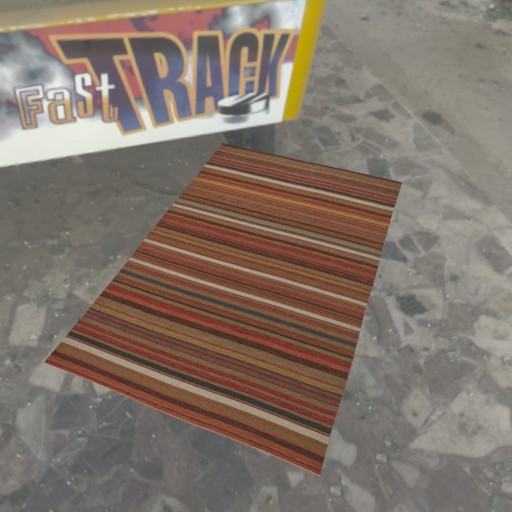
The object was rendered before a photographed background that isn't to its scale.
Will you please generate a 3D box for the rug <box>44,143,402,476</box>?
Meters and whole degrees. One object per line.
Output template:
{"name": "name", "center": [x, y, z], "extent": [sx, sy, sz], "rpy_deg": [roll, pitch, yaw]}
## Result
{"name": "rug", "center": [0.000, 0.000, 2.306], "extent": [1.217, 0.007, 1.828], "rpy_deg": [16, 49, 15]}
